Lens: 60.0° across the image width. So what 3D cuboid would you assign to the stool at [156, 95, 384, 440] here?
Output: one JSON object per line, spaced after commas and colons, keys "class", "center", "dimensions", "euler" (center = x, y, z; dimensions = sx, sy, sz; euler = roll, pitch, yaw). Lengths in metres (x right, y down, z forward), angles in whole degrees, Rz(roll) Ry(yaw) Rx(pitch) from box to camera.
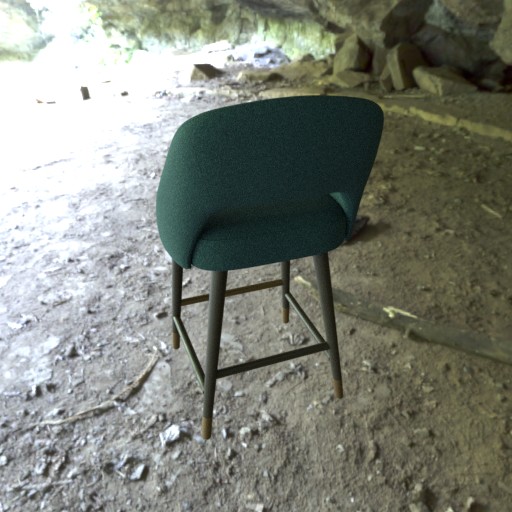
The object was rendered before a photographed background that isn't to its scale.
{"class": "stool", "center": [0.000, 0.000, 1.270], "dimensions": [0.536, 0.939, 0.522], "euler": [-10, 30, -18]}
